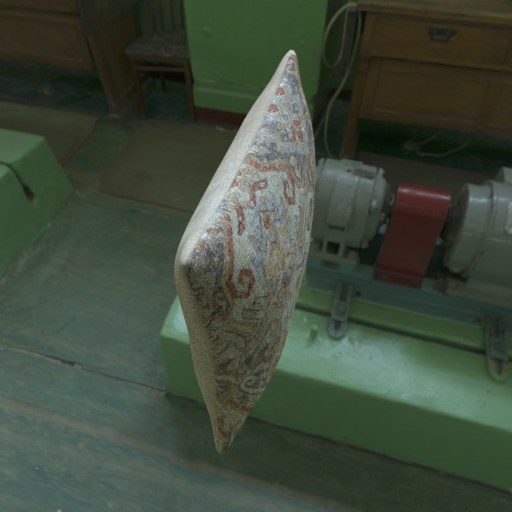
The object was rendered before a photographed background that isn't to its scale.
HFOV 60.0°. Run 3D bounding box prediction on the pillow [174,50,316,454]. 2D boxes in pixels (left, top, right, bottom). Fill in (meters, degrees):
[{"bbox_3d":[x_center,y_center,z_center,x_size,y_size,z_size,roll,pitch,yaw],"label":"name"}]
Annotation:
[{"bbox_3d":[0.000,0.000,0.781,0.166,0.506,0.523,11,48,10],"label":"pillow"}]
